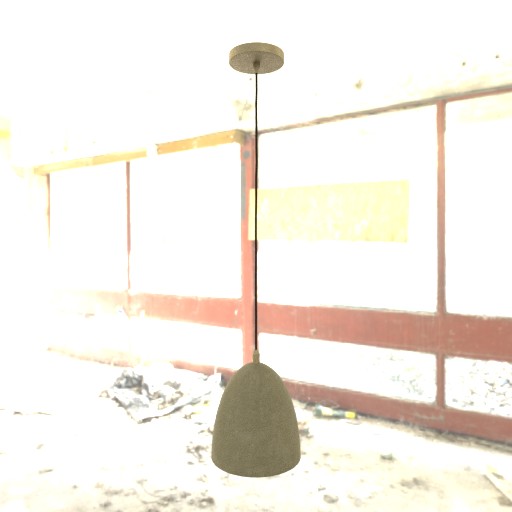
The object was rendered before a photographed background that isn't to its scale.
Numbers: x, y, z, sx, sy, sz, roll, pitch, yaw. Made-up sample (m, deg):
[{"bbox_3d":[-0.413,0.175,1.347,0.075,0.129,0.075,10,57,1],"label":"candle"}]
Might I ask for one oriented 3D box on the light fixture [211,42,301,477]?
[{"bbox_3d":[0.000,0.000,0.841,0.170,0.759,0.170,-1,1,-38],"label":"light fixture"}]
